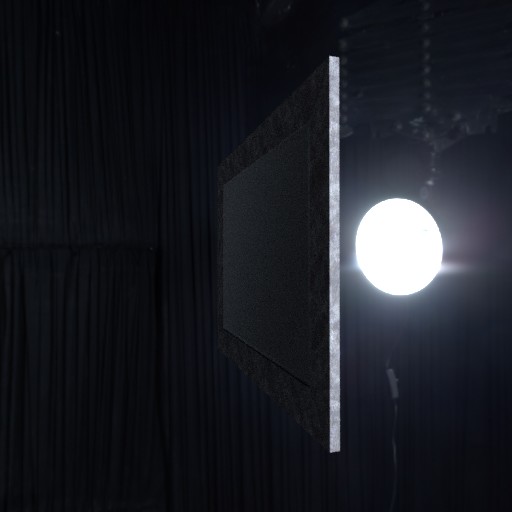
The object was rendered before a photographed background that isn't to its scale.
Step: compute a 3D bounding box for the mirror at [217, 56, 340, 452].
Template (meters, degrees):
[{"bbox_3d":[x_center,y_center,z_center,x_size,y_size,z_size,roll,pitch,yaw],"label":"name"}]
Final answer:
[{"bbox_3d":[0.000,0.000,1.420,0.022,0.795,1.101,0,-1,-17],"label":"mirror"}]
